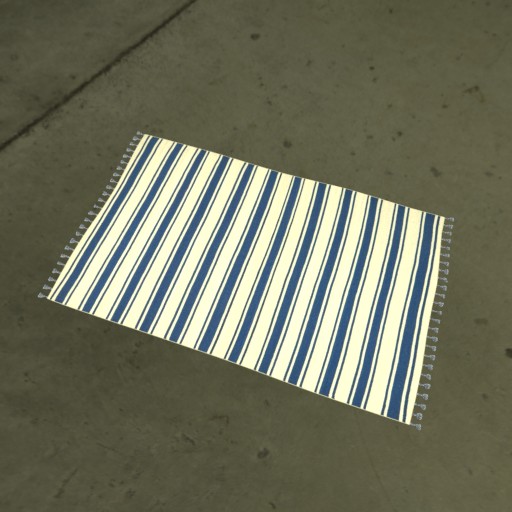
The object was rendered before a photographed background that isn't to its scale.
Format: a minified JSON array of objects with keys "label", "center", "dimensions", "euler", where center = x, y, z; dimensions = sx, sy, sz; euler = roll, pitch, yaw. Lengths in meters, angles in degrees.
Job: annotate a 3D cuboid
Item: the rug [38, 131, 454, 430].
[{"label":"rug","center":[0.000,0.000,2.525],"dimensions":[2.108,0.009,1.248],"euler":[17,64,9]}]
